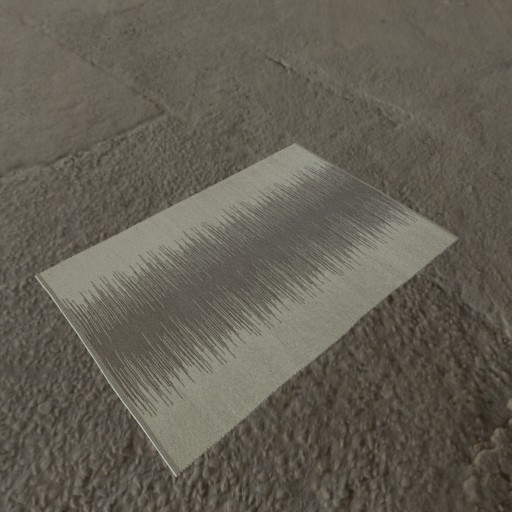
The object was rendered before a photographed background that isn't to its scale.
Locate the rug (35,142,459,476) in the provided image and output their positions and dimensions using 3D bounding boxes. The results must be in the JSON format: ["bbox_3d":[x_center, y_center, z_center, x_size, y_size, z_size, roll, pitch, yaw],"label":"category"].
[{"bbox_3d":[0.000,0.000,2.267,1.815,0.007,1.226,-32,55,-27],"label":"rug"}]
